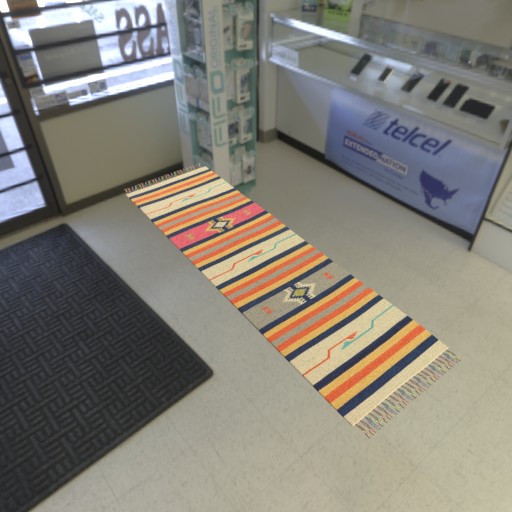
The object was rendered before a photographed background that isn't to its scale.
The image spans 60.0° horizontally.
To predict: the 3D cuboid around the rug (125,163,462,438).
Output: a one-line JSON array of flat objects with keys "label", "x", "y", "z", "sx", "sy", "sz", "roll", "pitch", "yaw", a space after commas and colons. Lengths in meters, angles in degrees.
[{"label": "rug", "x": 0.000, "y": 0.000, "z": 2.756, "sx": 0.695, "sy": 0.017, "sz": 2.455, "roll": -26, "pitch": 47, "yaw": -27}]
